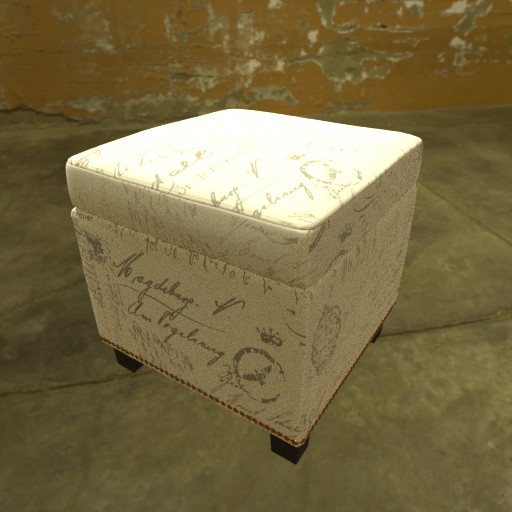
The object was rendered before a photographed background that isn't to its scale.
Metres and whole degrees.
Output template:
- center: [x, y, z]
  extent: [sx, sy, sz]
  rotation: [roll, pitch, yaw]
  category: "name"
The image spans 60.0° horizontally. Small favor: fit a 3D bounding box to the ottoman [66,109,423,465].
- center: [0.000, 0.000, 0.834]
  extent: [0.450, 0.457, 0.449]
  rotation: [18, 35, 29]
  category: "ottoman"
